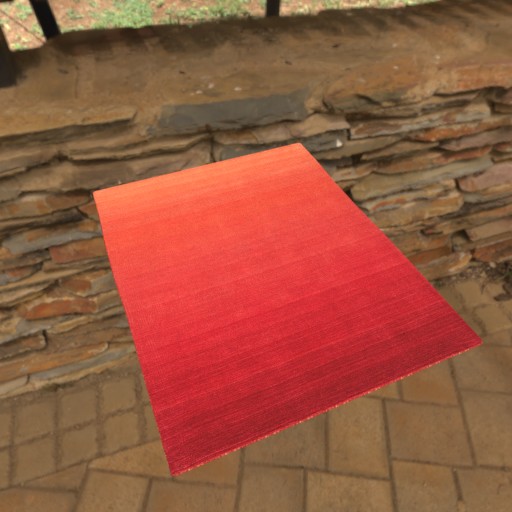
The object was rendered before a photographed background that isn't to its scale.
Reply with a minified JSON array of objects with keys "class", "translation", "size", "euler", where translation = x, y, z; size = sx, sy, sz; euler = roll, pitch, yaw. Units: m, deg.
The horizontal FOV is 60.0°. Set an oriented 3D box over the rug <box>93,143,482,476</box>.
[{"class":"rug","translation":[0.000,0.000,3.806],"size":[2.340,0.028,2.905],"euler":[-17,48,-16]}]
